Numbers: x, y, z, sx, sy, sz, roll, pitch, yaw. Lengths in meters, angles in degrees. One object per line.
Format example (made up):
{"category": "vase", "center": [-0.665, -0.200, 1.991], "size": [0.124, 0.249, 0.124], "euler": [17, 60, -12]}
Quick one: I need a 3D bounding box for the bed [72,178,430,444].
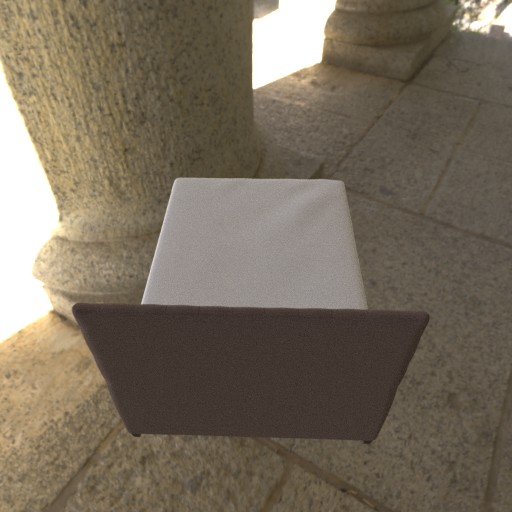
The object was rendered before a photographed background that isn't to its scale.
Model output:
{"category": "bed", "center": [0.000, 0.000, 3.325], "size": [1.696, 1.426, 2.233], "euler": [1, 45, 1]}
